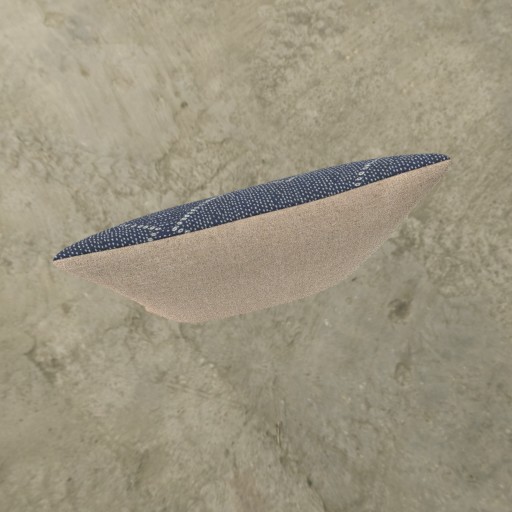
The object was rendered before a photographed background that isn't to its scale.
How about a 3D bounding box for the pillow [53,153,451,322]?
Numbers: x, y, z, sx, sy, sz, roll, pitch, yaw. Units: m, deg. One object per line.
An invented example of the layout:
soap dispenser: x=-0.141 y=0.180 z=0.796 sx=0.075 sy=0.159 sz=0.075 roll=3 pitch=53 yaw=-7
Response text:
pillow: x=0.000 y=0.000 z=0.665 sx=0.435 sy=0.428 sz=0.148 roll=-15 pitch=77 yaw=-4
